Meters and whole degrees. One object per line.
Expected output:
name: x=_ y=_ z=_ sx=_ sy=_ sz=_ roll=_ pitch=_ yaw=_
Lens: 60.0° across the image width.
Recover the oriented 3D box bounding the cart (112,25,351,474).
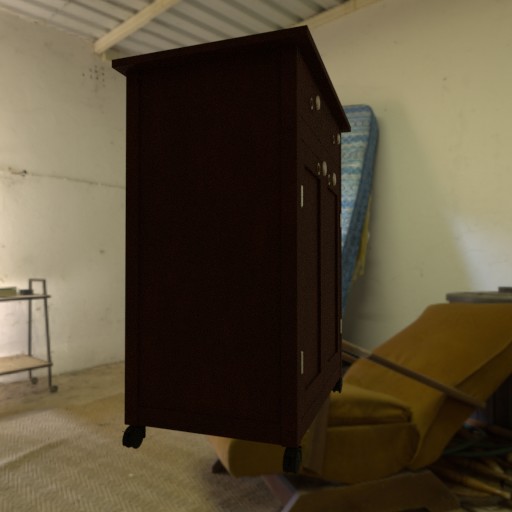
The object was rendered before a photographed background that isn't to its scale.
cart: x=0.000 y=0.000 z=1.228 sx=0.442 sy=0.864 sz=0.683 roll=0 pitch=-1 yaw=19
